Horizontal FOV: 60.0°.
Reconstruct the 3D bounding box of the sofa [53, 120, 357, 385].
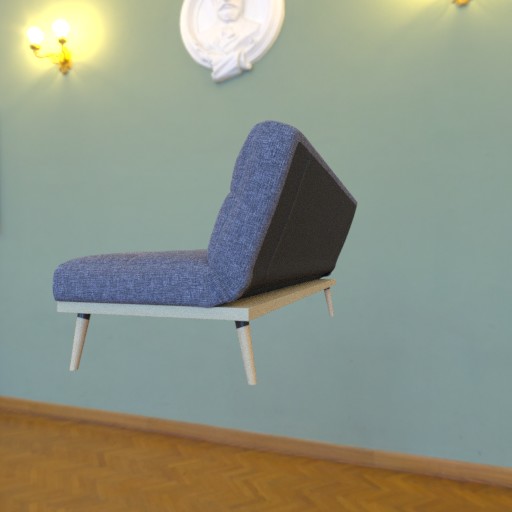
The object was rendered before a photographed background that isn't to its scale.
[{"bbox_3d":[0.000,0.000,2.170,0.820,0.770,1.820,0,0,18],"label":"sofa"}]
